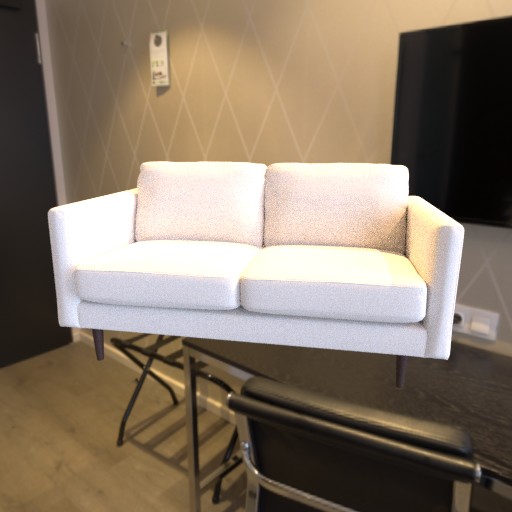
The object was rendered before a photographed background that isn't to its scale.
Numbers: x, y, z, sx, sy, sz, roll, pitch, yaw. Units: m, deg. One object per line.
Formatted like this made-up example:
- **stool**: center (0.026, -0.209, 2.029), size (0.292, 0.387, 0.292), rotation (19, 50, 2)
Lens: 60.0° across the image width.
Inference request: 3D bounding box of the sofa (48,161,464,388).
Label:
- **sofa**: center (0.000, 0.000, 2.217), size (1.713, 0.893, 0.940), rotation (3, 15, 10)
